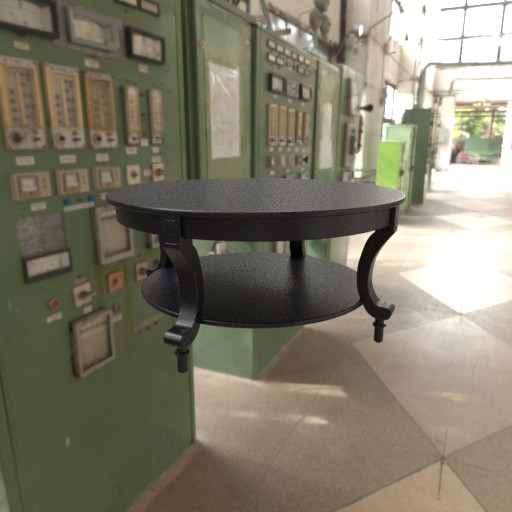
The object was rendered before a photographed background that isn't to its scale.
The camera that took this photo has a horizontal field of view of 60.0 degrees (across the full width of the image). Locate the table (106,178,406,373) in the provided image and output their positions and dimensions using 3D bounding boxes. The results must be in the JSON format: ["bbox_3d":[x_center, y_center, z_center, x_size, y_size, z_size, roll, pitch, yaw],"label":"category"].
[{"bbox_3d":[0.000,0.000,1.653,1.029,0.491,1.029,0,15,0],"label":"table"}]
